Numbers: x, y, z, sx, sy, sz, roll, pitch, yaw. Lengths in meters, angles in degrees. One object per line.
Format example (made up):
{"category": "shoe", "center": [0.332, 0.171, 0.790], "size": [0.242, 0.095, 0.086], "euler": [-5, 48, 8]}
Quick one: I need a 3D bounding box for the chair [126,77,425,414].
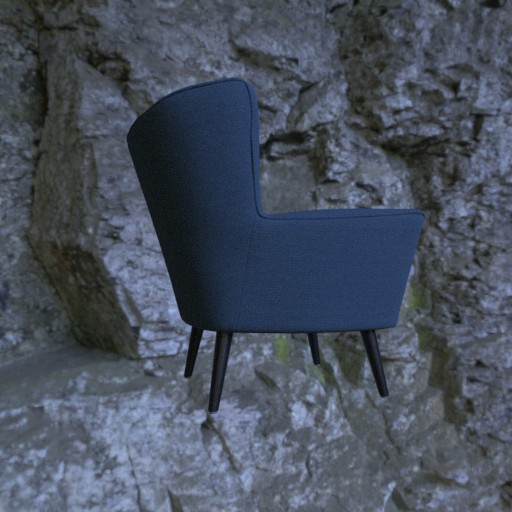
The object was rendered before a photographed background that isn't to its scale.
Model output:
{"category": "chair", "center": [0.000, 0.000, 1.579], "size": [0.888, 0.933, 0.781], "euler": [0, -1, -19]}
